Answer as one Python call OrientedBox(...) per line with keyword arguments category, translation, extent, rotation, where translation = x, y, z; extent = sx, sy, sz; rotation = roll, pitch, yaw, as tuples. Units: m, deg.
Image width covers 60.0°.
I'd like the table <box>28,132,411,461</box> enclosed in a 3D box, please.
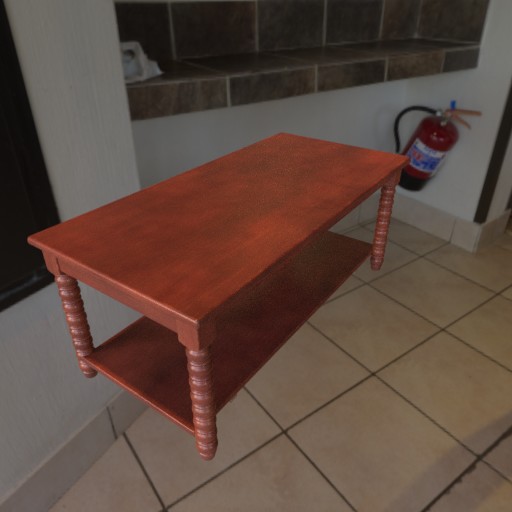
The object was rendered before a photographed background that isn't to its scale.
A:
OrientedBox(category="table", translation=(0.000, 0.000, 1.489), extent=(0.580, 0.485, 1.171), rotation=(20, 36, 30))
